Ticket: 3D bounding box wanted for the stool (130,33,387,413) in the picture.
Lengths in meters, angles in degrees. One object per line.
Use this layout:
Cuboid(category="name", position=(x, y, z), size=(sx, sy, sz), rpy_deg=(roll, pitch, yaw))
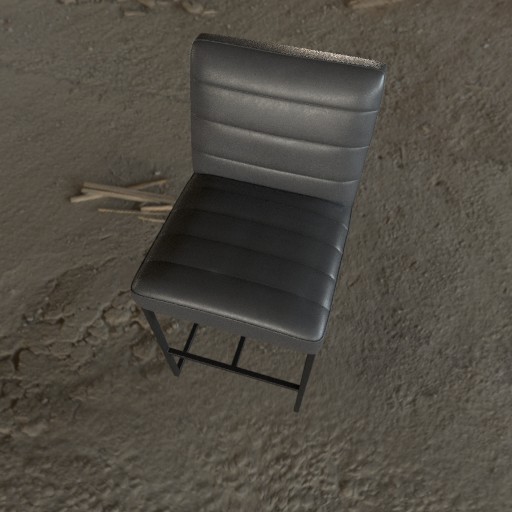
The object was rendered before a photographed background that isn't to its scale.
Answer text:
Cuboid(category="stool", position=(0.000, 0.000, 1.231), size=(0.457, 0.938, 0.552), rpy_deg=(14, 57, 9))
